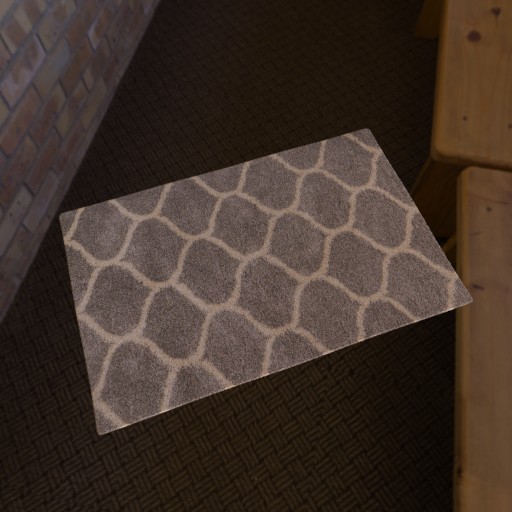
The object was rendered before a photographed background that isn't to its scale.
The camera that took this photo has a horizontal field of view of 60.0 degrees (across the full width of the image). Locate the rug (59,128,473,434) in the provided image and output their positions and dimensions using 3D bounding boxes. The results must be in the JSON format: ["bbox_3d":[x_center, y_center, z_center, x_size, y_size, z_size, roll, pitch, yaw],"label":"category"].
[{"bbox_3d":[0.000,0.000,2.907,2.348,0.025,1.501,-17,65,-9],"label":"rug"}]
